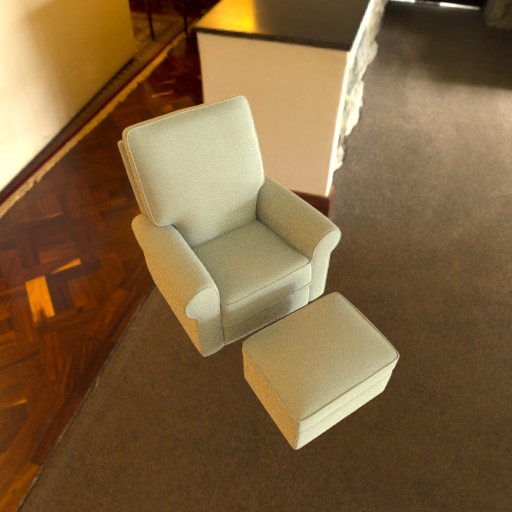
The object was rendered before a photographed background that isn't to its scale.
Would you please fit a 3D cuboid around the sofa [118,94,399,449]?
[{"bbox_3d":[0.000,0.000,2.120,0.880,0.959,1.478,-25,51,-22],"label":"sofa"}]
